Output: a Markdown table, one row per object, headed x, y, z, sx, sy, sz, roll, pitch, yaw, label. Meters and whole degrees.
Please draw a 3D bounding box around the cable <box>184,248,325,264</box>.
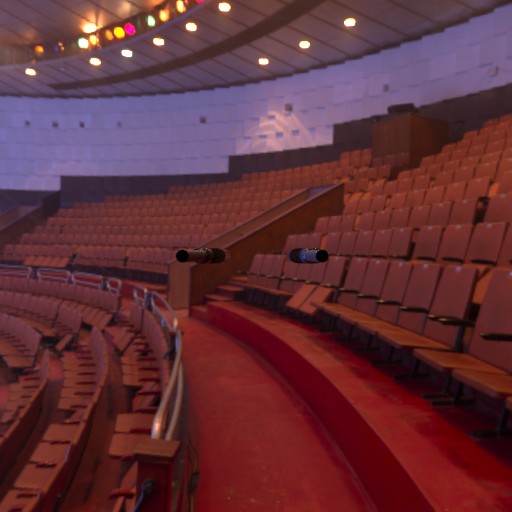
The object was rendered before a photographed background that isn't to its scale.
| x | y | z | sx | sy | sz | roll | pitch | yaw | label |
| --- | --- | --- | --- | --- | --- | --- | --- | --- | --- |
| 0.000 | 0.000 | 0.110 | 0.041 | 0.005 | 0.098 | 0 | 0 | 1 | cable |
